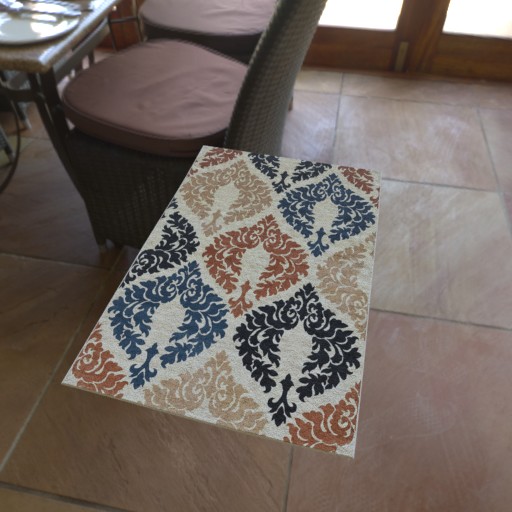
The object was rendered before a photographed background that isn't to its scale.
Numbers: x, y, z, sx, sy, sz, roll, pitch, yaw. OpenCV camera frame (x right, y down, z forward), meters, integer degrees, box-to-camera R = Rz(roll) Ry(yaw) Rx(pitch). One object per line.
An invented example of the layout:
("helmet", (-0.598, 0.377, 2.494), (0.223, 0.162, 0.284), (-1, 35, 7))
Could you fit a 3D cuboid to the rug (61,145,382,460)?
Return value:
("rug", (0.000, 0.000, 2.914), (1.514, 0.014, 2.275), (11, 48, 10))
